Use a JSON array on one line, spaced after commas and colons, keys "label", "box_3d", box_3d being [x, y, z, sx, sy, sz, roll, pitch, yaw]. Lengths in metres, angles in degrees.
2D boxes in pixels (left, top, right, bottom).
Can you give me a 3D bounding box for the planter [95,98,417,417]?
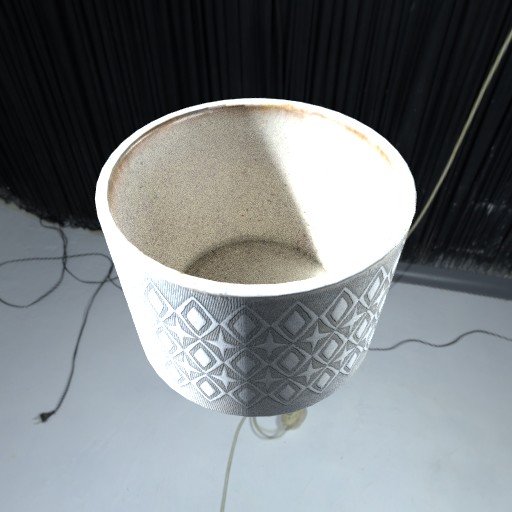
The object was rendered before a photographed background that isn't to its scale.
[{"label": "planter", "box_3d": [0.000, 0.000, 0.316, 0.186, 0.144, 0.186, 0, 46, 0]}]
